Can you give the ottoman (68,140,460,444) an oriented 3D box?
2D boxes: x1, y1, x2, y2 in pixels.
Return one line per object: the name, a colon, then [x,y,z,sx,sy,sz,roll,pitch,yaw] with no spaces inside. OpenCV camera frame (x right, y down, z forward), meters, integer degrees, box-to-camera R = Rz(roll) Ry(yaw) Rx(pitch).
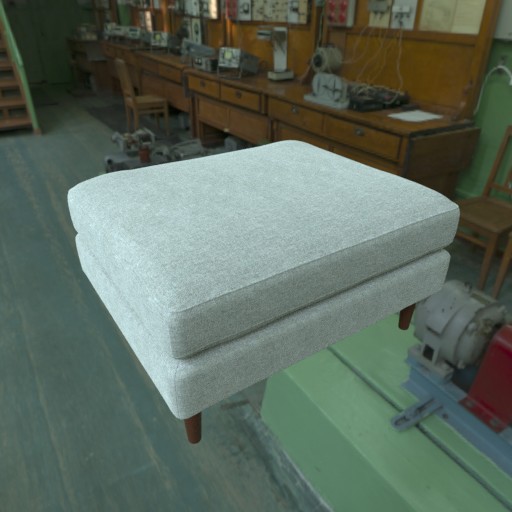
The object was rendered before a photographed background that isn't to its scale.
ottoman: [0.000,0.000,1.253,0.821,0.474,0.693,-19,35,-29]
